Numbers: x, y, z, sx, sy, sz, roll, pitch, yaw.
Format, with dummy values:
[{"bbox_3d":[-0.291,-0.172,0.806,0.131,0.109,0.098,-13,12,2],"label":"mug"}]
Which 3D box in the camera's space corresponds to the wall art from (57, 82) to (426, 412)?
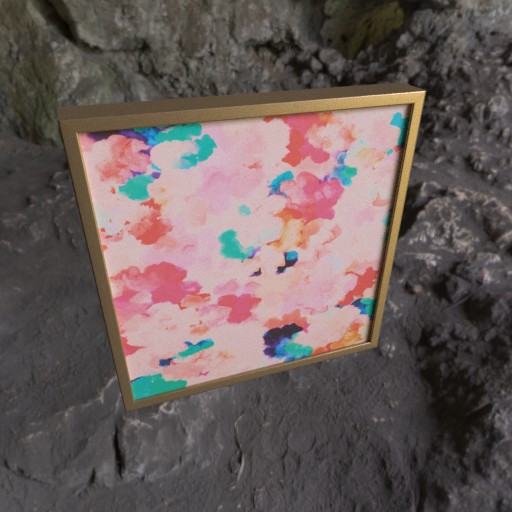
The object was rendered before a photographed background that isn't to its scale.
[{"bbox_3d":[0.000,0.000,0.444,0.304,0.305,0.038,-10,33,-16],"label":"wall art"}]
